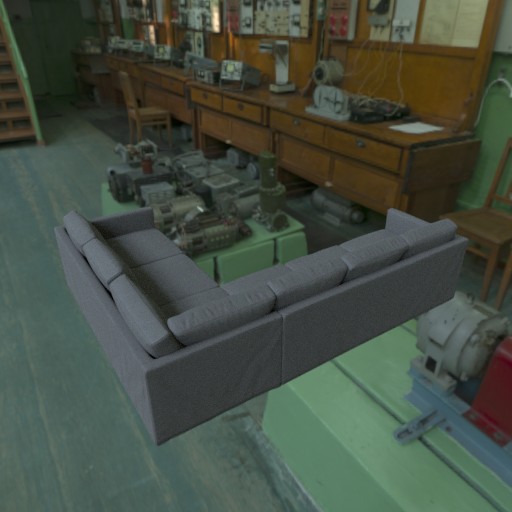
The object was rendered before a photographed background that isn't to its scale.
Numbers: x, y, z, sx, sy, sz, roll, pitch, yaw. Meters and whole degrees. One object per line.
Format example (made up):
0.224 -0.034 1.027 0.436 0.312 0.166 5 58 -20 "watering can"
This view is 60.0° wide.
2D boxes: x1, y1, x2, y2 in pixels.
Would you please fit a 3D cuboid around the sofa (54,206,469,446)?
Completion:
0.000 0.000 4.360 3.182 0.871 2.432 -18 34 -29 "sofa"
